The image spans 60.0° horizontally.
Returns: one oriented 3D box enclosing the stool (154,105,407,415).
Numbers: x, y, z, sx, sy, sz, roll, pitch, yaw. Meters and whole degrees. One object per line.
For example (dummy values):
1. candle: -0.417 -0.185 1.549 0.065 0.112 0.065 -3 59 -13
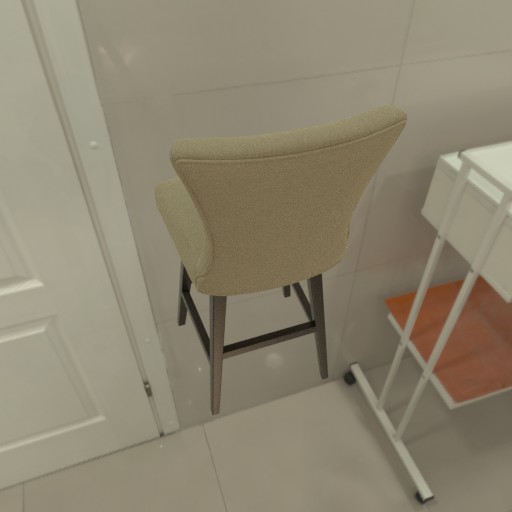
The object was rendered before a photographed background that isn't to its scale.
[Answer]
1. stool: 0.000 0.000 1.391 0.514 1.086 0.574 -13 44 -14
